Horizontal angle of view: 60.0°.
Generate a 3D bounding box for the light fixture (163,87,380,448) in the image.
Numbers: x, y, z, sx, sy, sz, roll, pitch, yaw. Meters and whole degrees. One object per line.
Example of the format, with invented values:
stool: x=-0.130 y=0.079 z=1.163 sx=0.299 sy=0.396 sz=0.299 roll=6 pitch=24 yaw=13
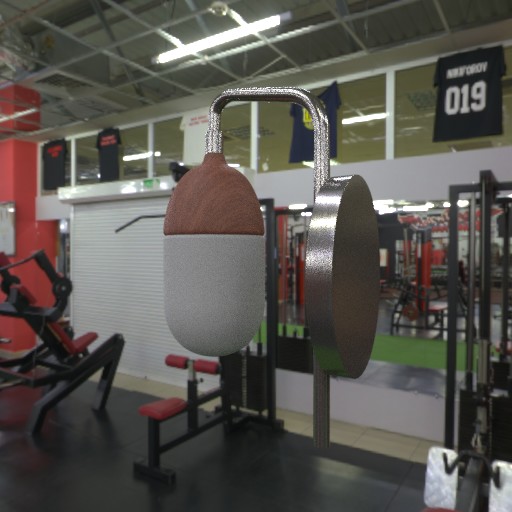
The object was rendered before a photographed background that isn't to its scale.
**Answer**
light fixture: x=0.000 y=0.000 z=0.443 sx=0.216 sy=0.343 sz=0.108 roll=1 pitch=1 yaw=35
